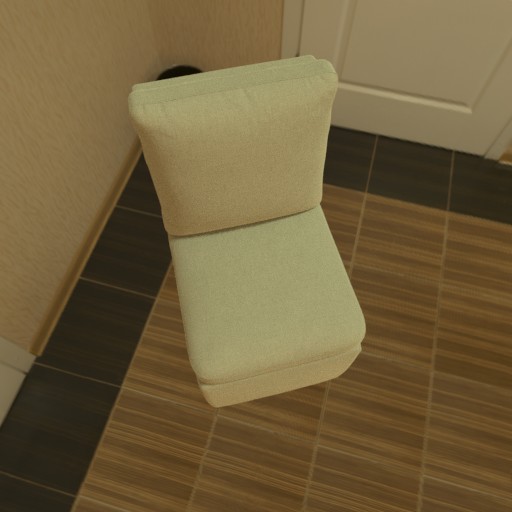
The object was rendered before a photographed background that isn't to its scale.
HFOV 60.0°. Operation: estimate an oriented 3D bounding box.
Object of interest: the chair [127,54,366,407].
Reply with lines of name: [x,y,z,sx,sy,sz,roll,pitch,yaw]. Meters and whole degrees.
chair: [0.000,0.000,1.321,0.503,0.927,0.698,-12,64,-6]
